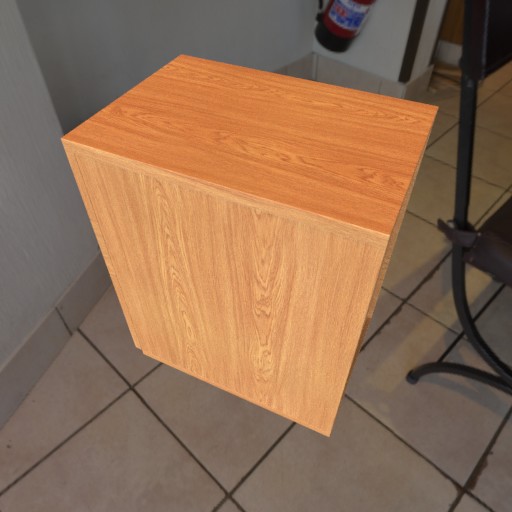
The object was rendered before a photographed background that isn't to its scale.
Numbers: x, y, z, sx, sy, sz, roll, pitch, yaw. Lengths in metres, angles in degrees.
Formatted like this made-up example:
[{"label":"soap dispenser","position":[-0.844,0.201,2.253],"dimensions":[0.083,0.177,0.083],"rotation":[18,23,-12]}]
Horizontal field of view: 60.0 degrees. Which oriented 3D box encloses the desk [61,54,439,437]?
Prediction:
[{"label":"desk","position":[0.000,0.000,1.092],"dimensions":[0.600,0.730,0.404],"rotation":[19,49,17]}]
